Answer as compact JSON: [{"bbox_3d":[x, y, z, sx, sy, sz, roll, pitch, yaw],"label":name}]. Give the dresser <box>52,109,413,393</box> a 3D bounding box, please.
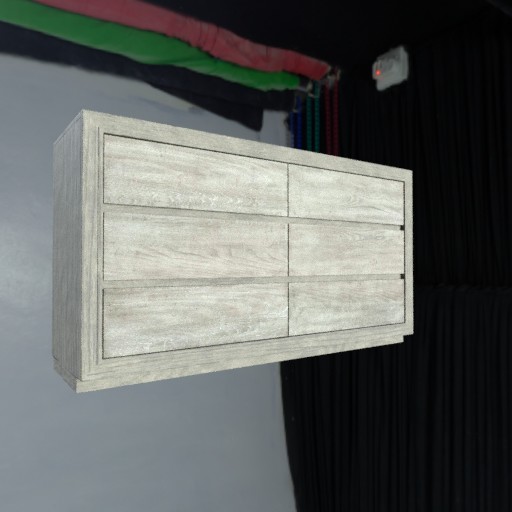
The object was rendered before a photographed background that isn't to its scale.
[{"bbox_3d":[0.000,0.000,2.020,1.628,0.889,0.483,1,-1,-34],"label":"dresser"}]
